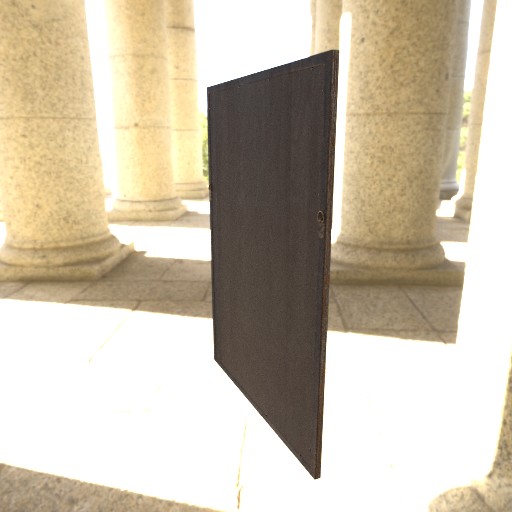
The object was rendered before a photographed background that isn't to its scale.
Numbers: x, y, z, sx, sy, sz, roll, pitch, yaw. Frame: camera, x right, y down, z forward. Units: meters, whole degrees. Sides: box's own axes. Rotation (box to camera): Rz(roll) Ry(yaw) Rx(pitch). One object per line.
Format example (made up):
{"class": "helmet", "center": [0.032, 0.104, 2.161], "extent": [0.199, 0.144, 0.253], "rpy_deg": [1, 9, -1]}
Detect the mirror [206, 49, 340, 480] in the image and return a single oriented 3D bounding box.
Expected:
{"class": "mirror", "center": [0.000, 0.000, 1.294], "extent": [0.025, 0.996, 0.705], "rpy_deg": [-7, 16, -25]}
